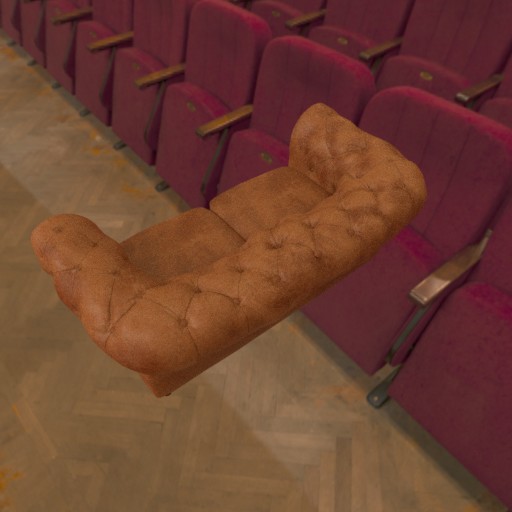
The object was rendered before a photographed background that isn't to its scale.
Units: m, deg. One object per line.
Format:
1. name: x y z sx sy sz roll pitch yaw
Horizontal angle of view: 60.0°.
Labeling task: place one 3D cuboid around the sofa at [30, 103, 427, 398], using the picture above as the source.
1. sofa: 0.000 0.000 2.485 1.979 0.877 1.042 -30 54 -25
